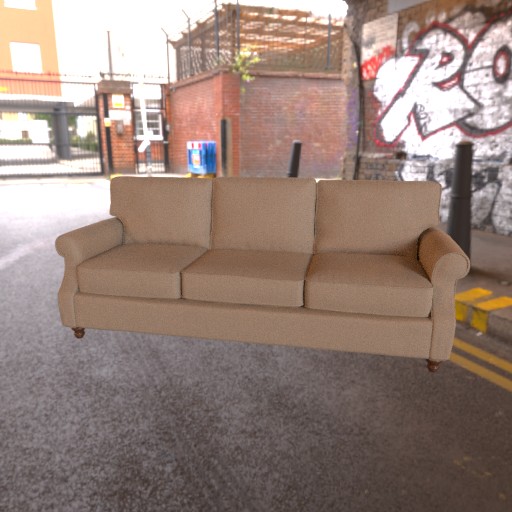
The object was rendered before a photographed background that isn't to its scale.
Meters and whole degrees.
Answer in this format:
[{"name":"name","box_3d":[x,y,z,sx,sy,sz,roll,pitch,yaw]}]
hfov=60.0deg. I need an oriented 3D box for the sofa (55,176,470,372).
[{"name":"sofa","box_3d":[0.000,0.000,2.789,2.354,0.948,0.966,3,15,11]}]
